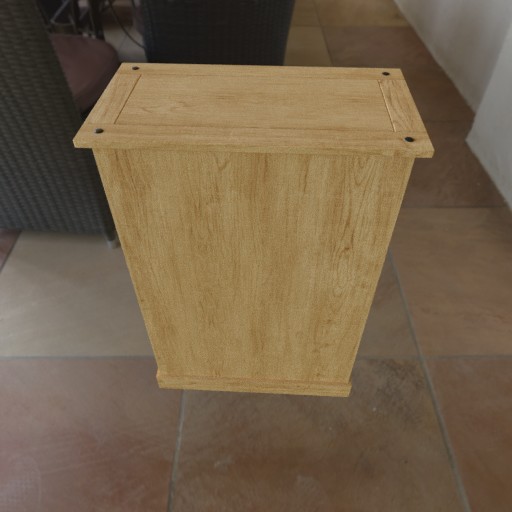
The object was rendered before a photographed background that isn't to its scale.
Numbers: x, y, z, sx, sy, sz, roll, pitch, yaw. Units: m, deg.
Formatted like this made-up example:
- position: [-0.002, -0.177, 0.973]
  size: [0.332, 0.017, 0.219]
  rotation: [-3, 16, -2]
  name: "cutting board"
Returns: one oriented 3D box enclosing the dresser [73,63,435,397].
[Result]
- position: [0.000, 0.000, 1.746]
  size: [0.915, 1.300, 0.485]
  rotation: [2, 46, 2]
  name: "dresser"
